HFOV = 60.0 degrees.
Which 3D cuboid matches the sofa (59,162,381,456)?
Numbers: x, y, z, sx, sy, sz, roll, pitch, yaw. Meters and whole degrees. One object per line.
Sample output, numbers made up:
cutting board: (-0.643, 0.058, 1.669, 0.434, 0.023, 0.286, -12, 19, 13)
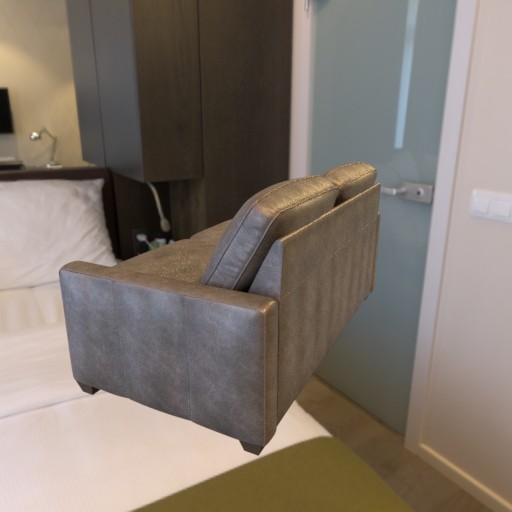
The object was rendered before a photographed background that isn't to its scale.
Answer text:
sofa: (0.000, 0.000, 2.334, 0.939, 0.916, 1.732, 9, 19, 26)
